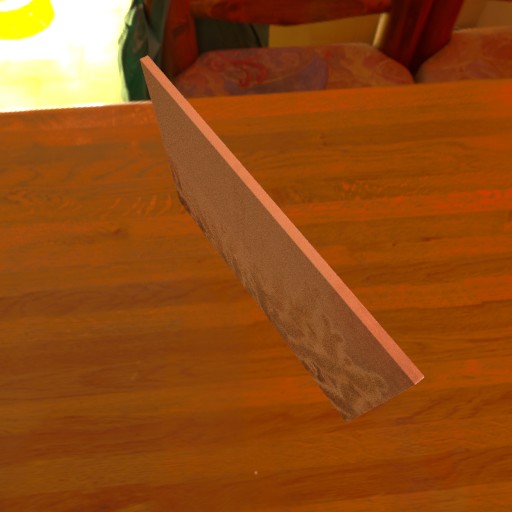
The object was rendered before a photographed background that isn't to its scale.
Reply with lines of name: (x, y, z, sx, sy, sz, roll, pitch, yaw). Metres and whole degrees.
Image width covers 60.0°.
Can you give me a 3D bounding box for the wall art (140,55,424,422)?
wall art: (0.000, 0.000, 1.921, 0.038, 1.012, 1.525, -33, 68, -15)
